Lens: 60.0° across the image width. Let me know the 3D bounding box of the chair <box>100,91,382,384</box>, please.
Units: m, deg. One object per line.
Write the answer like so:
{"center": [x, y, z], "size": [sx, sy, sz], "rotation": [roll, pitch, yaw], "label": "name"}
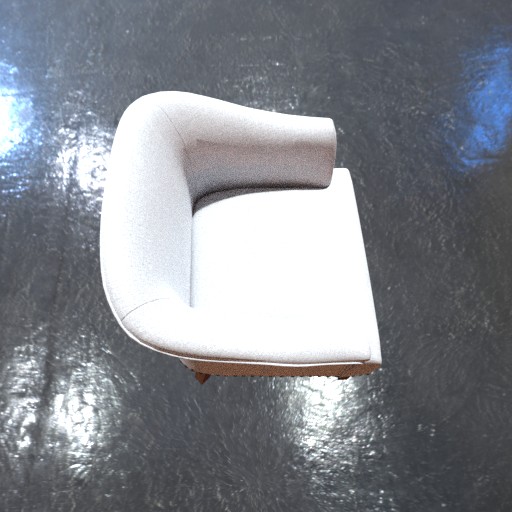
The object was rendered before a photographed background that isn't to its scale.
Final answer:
{"center": [0.000, 0.000, 1.395], "size": [0.704, 0.815, 0.798], "rotation": [-2, 63, -1], "label": "chair"}
